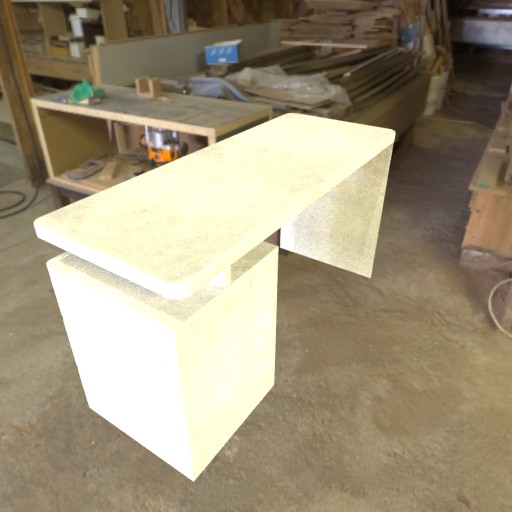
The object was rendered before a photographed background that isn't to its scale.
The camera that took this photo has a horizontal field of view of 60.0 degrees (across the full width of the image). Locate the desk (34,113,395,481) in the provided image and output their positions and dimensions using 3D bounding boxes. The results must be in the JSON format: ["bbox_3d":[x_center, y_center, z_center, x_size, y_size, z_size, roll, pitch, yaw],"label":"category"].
[{"bbox_3d":[0.000,0.000,1.763,0.550,0.755,1.400,20,37,28],"label":"desk"}]
